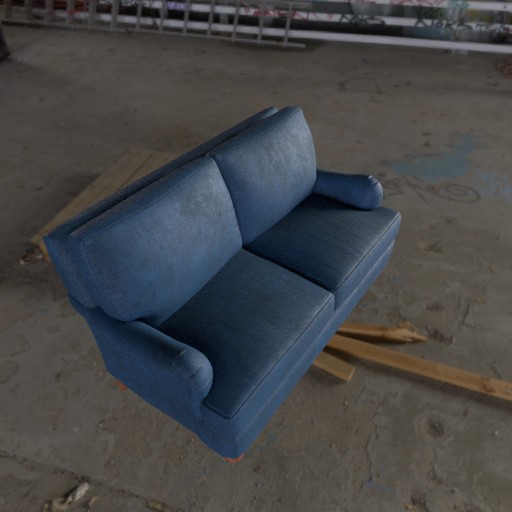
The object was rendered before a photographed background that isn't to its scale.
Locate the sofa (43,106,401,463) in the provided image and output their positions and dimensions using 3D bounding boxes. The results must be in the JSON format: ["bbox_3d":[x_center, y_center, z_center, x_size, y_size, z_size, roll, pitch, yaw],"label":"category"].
[{"bbox_3d":[0.000,0.000,2.541,1.084,1.101,1.853,25,47,26],"label":"sofa"}]
